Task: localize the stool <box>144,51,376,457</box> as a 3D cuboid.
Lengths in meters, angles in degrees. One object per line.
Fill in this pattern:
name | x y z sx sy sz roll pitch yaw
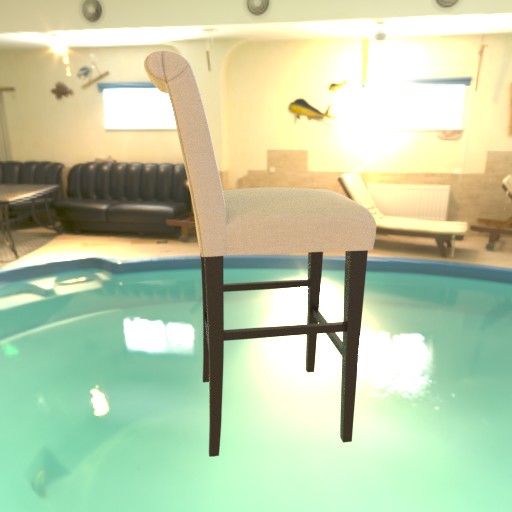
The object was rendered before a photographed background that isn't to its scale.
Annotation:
stool | 0.000 0.000 1.408 0.597 1.124 0.452 -3 17 -9
